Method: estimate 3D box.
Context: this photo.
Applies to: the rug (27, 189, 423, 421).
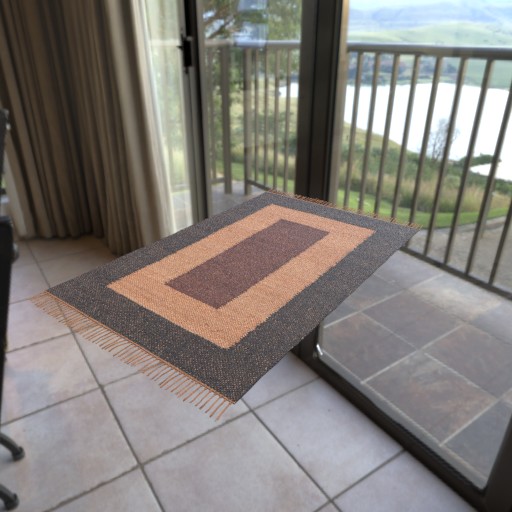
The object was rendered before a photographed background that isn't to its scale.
[{"bbox_3d":[0.000,0.000,1.881,0.920,0.013,1.541,19,33,33],"label":"rug"}]
